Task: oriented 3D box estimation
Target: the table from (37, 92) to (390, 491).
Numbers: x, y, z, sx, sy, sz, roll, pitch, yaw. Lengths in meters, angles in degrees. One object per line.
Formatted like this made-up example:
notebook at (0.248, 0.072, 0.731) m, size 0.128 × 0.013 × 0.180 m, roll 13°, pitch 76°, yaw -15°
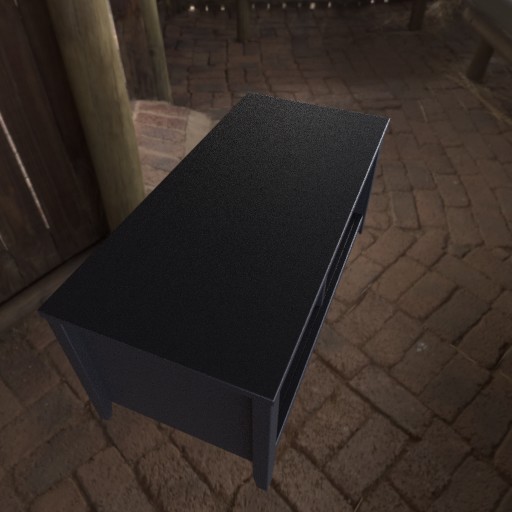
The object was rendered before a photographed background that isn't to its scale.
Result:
table at (0.000, 0.000, 1.270) m, size 0.483 × 0.457 × 1.016 m, roll 16°, pitch 47°, yaw 16°
